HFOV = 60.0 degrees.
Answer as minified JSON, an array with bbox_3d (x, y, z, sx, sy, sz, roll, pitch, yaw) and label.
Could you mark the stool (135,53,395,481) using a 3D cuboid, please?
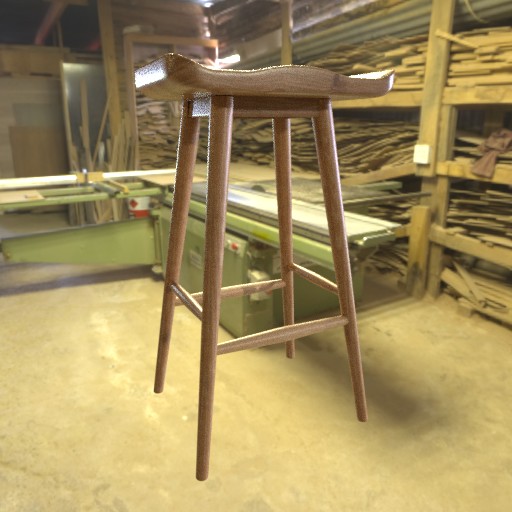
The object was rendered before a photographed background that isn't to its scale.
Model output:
[{"bbox_3d":[0.000,0.000,0.903,0.407,0.698,0.322,-8,18,-26],"label":"stool"}]
